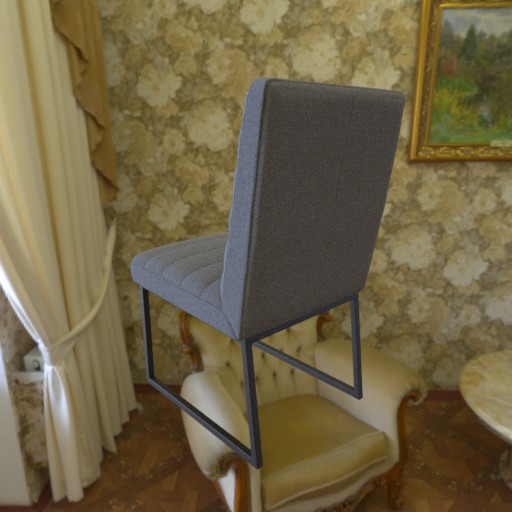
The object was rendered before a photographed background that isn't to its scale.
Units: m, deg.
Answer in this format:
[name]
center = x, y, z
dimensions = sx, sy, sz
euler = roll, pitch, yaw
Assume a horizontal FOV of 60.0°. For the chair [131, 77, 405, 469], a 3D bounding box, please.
[chair]
center = 0.000, 0.000, 1.326
dimensions = 0.520, 0.930, 0.634
euler = -14, 21, -41
